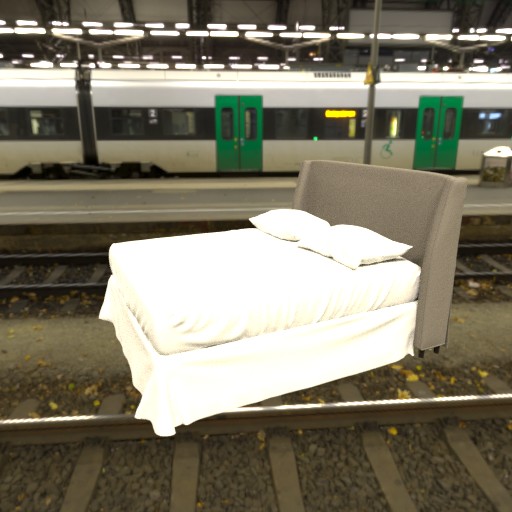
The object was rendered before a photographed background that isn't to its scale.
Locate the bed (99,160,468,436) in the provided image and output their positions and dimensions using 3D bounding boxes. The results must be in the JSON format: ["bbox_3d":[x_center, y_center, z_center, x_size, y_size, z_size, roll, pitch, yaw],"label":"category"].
[{"bbox_3d":[0.000,0.000,3.489,2.276,1.332,1.925,-8,18,-25],"label":"bed"}]
